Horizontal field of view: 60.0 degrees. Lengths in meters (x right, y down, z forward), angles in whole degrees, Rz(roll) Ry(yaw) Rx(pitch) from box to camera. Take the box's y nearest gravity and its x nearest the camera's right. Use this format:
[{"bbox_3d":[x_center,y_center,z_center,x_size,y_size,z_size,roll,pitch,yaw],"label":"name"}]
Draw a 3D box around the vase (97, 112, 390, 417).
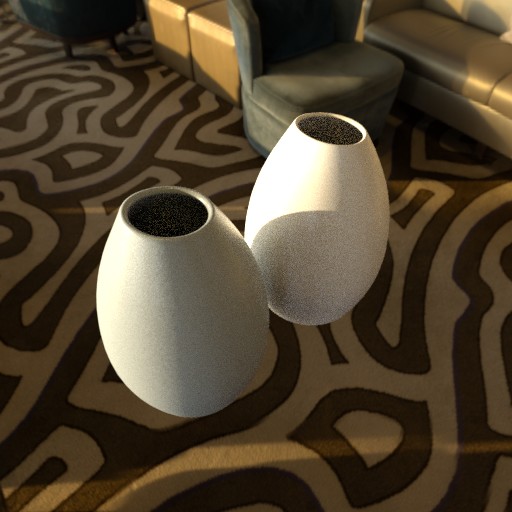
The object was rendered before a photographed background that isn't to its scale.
[{"bbox_3d":[0.000,0.000,0.251,0.187,0.131,0.089,-32,55,-25],"label":"vase"}]
